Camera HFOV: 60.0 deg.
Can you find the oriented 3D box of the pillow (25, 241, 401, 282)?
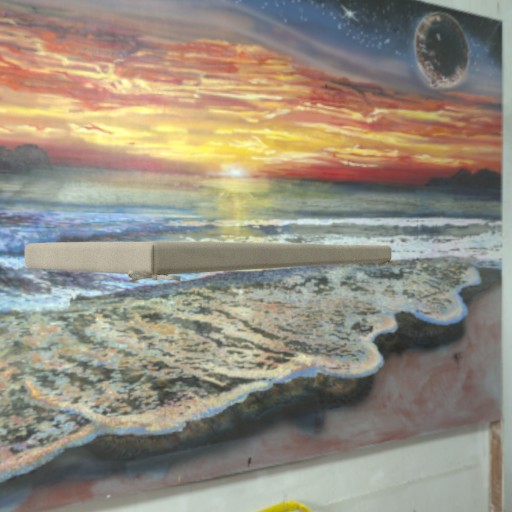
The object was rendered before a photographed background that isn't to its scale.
[{"bbox_3d":[0.000,0.000,1.330,0.492,0.081,1.187,1,1,37],"label":"pillow"}]
